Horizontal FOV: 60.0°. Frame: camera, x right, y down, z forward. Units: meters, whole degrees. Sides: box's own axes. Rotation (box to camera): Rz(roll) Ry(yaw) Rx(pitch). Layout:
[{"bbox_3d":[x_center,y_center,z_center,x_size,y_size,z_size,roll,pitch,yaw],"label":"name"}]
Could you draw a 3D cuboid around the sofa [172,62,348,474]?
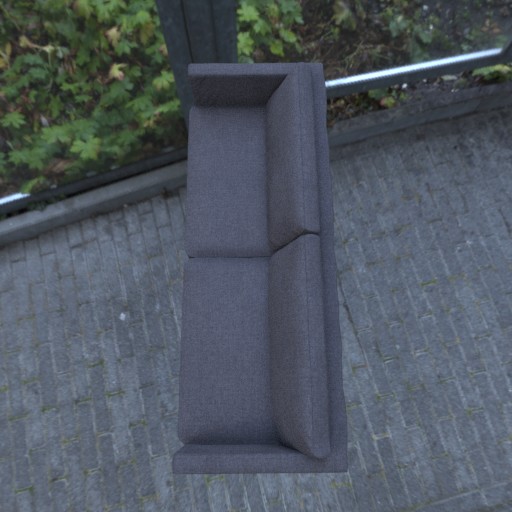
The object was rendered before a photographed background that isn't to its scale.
[{"bbox_3d":[0.000,0.000,3.186,1.036,0.998,2.779,-1,74,0],"label":"sofa"}]
